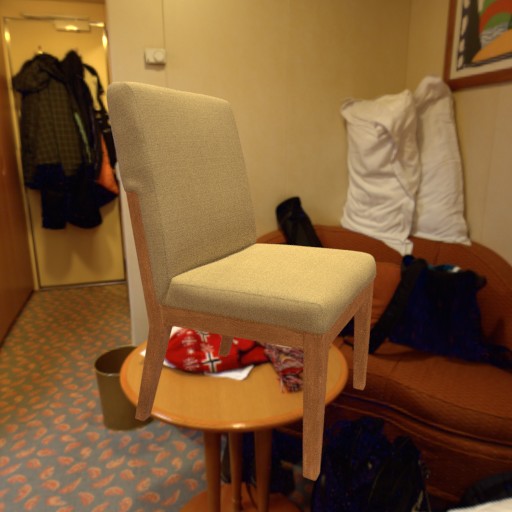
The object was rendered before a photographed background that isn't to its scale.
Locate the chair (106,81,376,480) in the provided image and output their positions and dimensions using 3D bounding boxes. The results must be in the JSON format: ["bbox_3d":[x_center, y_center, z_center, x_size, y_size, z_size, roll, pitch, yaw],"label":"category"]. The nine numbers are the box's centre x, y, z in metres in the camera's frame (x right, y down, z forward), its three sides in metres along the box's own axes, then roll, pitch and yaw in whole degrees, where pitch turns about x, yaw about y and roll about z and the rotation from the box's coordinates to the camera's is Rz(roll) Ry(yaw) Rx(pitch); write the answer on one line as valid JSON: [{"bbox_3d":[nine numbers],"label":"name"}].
[{"bbox_3d":[0.000,0.000,1.247,0.586,0.911,0.507,7,15,26],"label":"chair"}]
